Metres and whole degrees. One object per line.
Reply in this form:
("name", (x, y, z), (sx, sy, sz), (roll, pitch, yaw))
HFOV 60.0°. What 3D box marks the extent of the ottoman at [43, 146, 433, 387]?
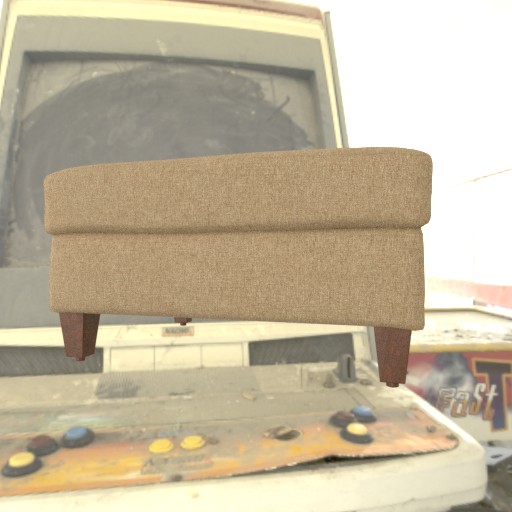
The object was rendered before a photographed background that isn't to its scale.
("ottoman", (0.000, 0.000, 1.249), (0.889, 0.511, 0.692), (0, 0, 17))
